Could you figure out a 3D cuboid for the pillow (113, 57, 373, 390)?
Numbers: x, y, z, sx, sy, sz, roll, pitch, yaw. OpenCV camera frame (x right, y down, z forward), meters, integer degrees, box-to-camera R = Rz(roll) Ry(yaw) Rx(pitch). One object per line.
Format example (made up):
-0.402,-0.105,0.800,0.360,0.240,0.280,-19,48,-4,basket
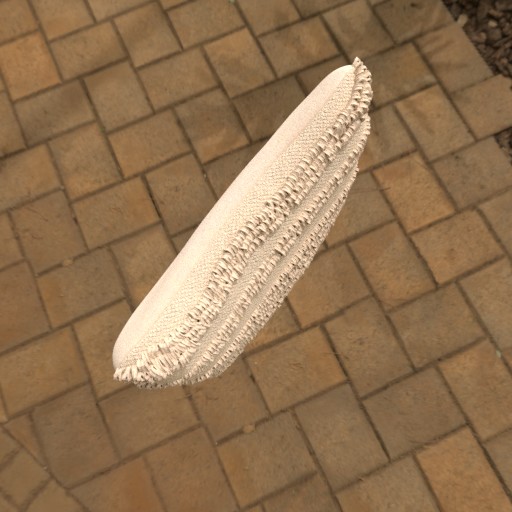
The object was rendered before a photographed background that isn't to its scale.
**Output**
0.000,0.000,0.655,0.145,0.427,0.437,35,79,8,pillow
